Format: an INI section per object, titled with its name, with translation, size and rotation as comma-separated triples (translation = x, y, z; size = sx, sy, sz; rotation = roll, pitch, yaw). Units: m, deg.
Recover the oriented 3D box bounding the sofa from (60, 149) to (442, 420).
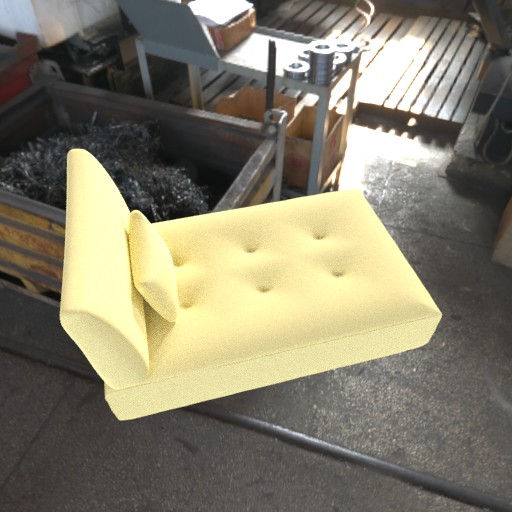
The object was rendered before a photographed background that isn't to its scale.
[sofa]
translation = 0.000, 0.000, 1.998
size = 1.450, 0.820, 0.930
rotation = -11, 48, -10
